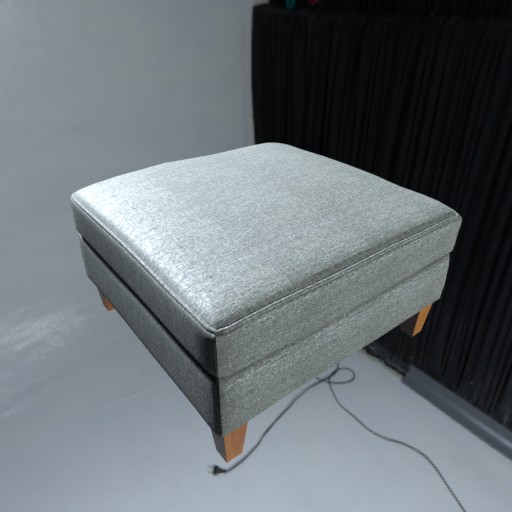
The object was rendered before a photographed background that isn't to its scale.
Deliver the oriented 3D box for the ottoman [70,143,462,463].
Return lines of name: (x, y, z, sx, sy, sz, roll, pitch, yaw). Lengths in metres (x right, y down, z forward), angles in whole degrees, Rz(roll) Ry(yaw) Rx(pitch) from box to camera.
ottoman: (0.000, 0.000, 1.372, 0.838, 0.481, 0.838, -22, 38, -32)
